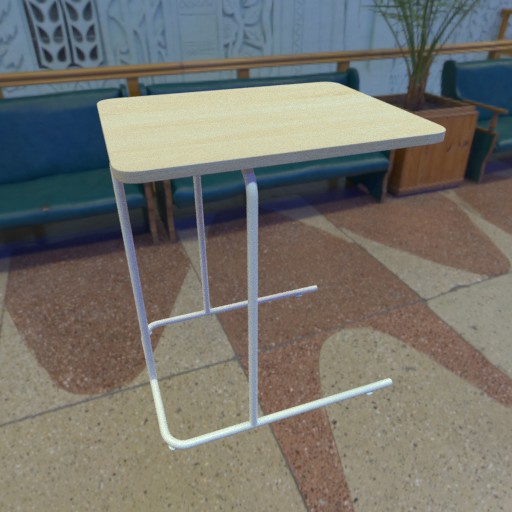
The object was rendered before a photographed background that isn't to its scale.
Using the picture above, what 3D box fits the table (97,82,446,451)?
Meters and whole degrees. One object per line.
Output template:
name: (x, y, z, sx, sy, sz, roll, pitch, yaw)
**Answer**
table: (0.000, 0.000, 0.870, 0.480, 0.550, 0.370, -11, 34, -17)
